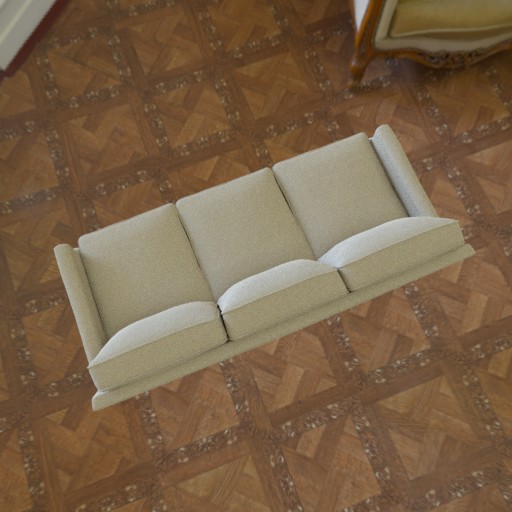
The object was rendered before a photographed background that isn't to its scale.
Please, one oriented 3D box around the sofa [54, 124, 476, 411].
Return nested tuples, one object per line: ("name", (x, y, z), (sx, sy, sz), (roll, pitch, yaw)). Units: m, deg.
("sofa", (0.000, 0.000, 2.762), (2.246, 1.003, 1.084), (-21, 76, -6))
